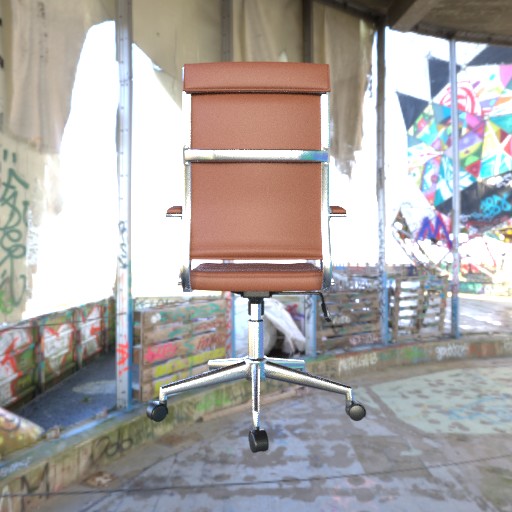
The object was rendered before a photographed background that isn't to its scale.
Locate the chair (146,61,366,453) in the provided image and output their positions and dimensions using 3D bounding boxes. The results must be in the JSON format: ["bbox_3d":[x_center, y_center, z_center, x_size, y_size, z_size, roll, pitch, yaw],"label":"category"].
[{"bbox_3d":[0.000,0.000,1.635,0.766,1.149,0.739,0,0,0],"label":"chair"}]
